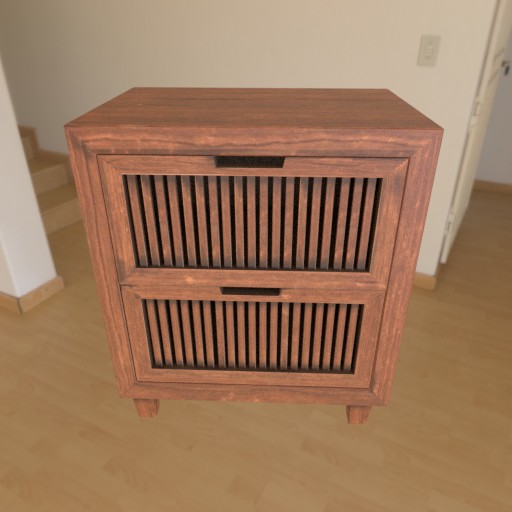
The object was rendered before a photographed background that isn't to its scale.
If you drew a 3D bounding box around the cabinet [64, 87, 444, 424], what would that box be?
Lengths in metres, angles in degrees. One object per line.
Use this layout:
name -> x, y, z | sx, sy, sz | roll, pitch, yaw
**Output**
cabinet -> 0.000, 0.000, 1.050 | 0.607, 0.695, 0.410 | 1, 29, 2
